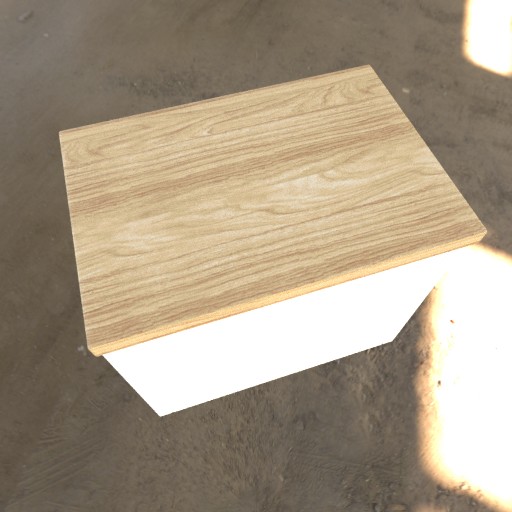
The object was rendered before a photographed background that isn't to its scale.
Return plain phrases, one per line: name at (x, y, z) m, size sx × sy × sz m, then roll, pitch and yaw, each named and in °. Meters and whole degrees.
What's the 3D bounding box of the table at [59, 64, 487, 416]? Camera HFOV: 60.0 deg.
table at (0.000, 0.000, 0.796) m, size 0.500 × 0.440 × 0.360 m, roll -16°, pitch 61°, yaw -9°
